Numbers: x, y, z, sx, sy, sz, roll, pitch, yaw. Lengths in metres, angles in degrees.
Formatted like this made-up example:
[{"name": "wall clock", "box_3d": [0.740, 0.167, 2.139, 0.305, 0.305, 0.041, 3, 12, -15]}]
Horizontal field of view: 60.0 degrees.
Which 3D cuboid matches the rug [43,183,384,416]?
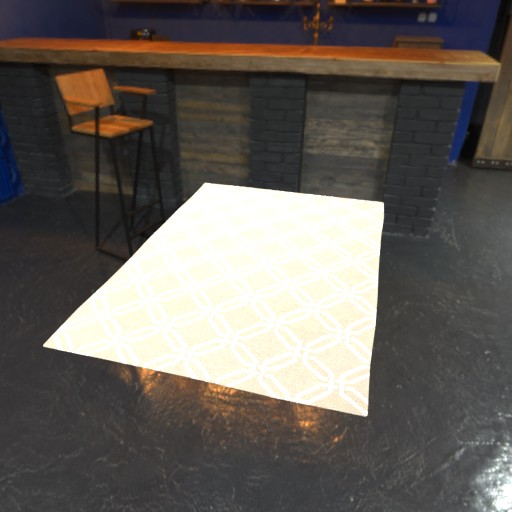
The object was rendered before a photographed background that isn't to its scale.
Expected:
[{"name": "rug", "box_3d": [0.000, 0.000, 2.802, 1.524, 0.013, 2.135, 8, 32, 13]}]
